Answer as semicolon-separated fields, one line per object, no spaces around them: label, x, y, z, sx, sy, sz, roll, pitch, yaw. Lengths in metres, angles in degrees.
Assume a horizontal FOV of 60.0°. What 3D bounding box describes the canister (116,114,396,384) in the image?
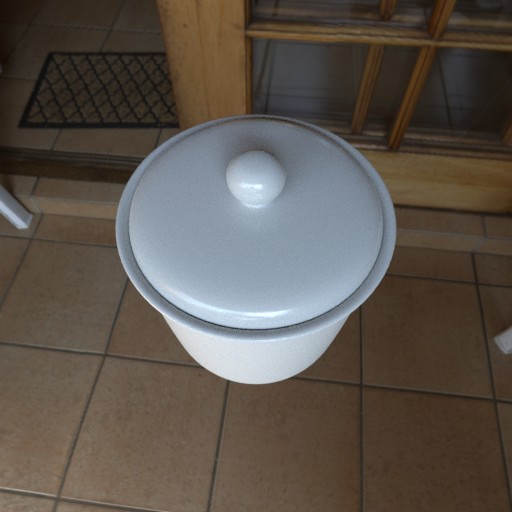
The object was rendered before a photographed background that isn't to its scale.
canister;0.000;0.000;0.340;0.182;0.208;0.182;0;59;0
